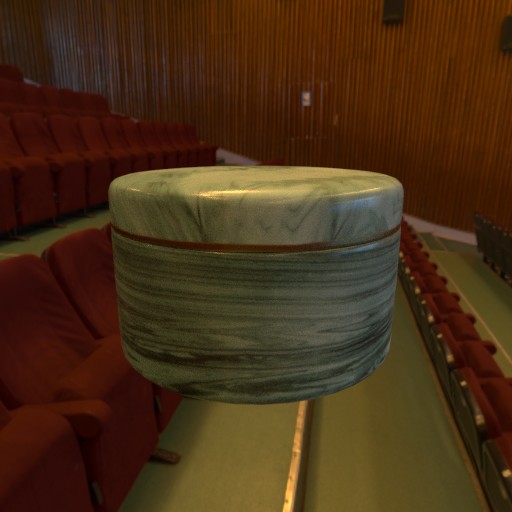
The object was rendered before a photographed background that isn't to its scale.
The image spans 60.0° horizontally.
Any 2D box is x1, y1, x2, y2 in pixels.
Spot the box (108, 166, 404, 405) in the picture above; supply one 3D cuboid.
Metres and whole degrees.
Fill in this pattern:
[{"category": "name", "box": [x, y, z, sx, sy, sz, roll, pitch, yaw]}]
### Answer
[{"category": "box", "box": [0.000, 0.000, 0.166, 0.101, 0.063, 0.101, 0, 15, 0]}]
